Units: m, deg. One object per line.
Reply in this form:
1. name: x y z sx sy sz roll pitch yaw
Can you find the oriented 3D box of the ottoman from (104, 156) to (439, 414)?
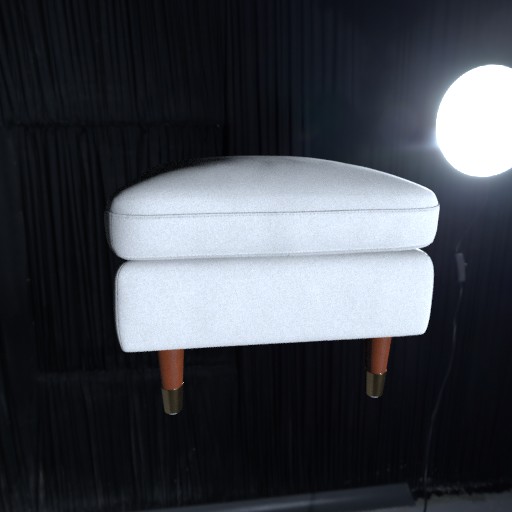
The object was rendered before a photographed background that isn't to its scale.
1. ottoman: 0.000 0.000 1.096 0.593 0.478 0.747 -2 15 -8
